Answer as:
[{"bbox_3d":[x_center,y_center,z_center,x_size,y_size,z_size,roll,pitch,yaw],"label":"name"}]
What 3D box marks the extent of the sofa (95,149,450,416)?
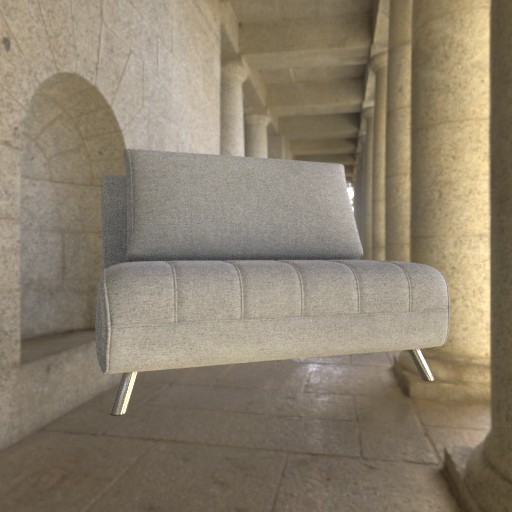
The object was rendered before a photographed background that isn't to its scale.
[{"bbox_3d":[0.000,0.000,1.818,1.220,0.910,0.910,0,0,-18],"label":"sofa"}]
